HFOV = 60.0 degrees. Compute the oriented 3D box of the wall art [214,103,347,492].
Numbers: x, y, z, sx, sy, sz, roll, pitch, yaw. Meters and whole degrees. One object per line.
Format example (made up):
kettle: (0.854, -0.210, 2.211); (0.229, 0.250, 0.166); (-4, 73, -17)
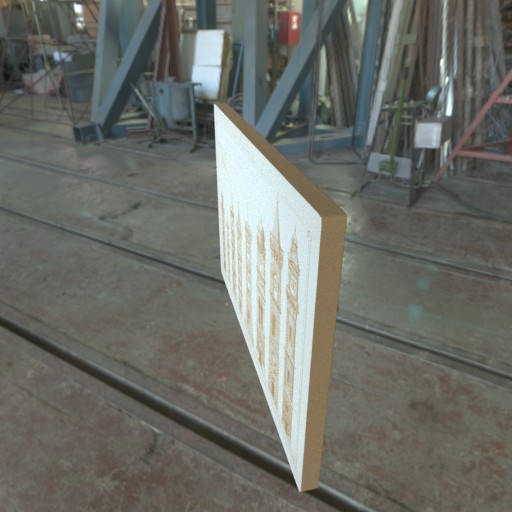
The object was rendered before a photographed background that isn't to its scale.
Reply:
wall art: (0.000, 0.000, 0.477); (0.019, 0.254, 0.380); (-7, 29, -12)
